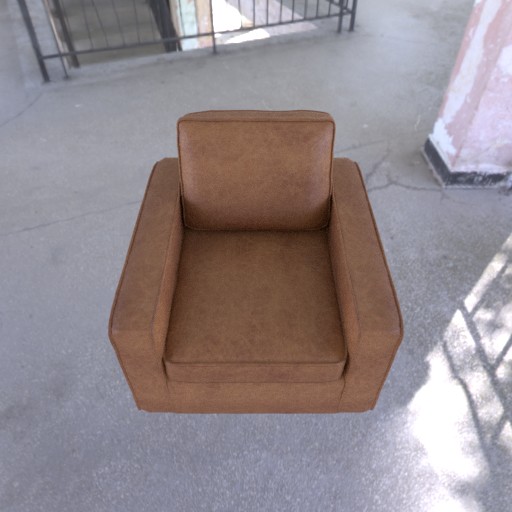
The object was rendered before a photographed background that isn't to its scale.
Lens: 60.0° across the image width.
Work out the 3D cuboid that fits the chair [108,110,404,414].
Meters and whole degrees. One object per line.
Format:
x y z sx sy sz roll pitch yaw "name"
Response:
0.000 0.000 1.816 0.987 0.901 1.027 -2 45 -2 "chair"
